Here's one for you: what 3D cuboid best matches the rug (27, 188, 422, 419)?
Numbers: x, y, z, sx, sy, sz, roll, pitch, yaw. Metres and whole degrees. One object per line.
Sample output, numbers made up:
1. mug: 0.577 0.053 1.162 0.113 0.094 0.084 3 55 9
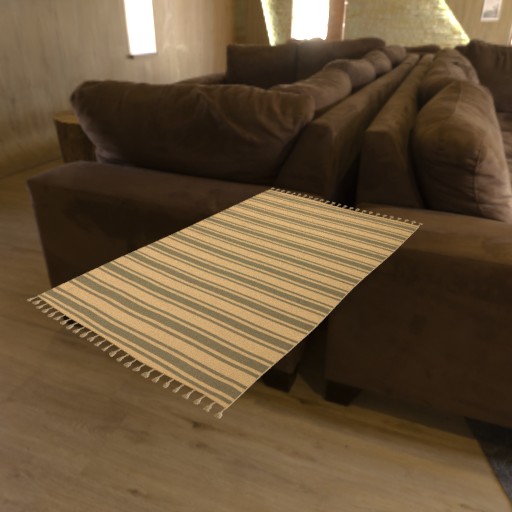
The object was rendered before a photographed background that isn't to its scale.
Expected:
1. rug: 0.000 0.000 2.535 1.222 0.009 2.084 19 33 32
